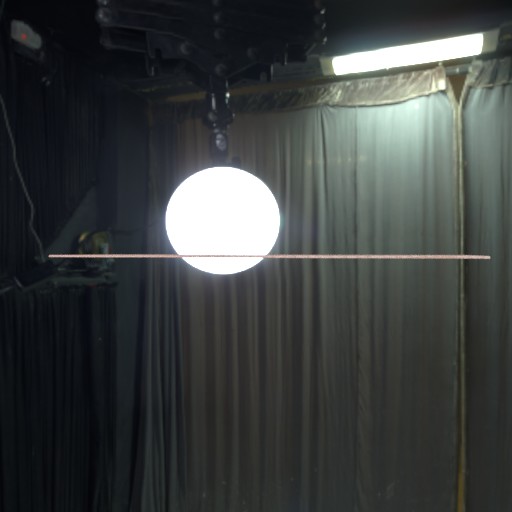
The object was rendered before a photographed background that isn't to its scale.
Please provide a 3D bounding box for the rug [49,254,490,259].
[{"bbox_3d":[0.000,0.000,2.693,2.435,0.015,0.760,0,1,17],"label":"rug"}]
